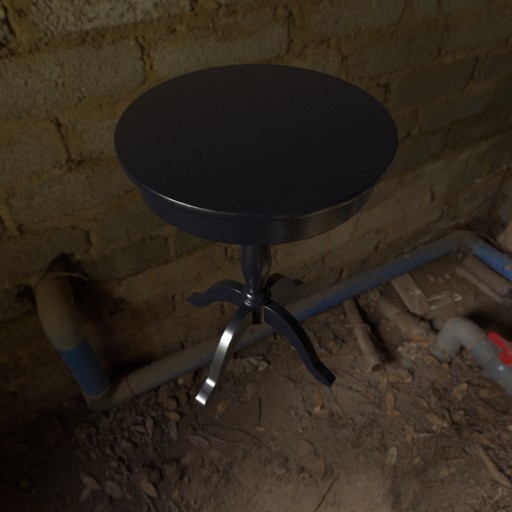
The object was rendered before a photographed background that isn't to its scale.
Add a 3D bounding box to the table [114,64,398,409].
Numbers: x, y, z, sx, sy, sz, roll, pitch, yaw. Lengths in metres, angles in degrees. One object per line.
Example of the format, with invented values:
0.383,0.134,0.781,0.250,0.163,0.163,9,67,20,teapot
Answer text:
0.000,0.000,0.999,0.481,0.665,0.481,0,46,0,table
